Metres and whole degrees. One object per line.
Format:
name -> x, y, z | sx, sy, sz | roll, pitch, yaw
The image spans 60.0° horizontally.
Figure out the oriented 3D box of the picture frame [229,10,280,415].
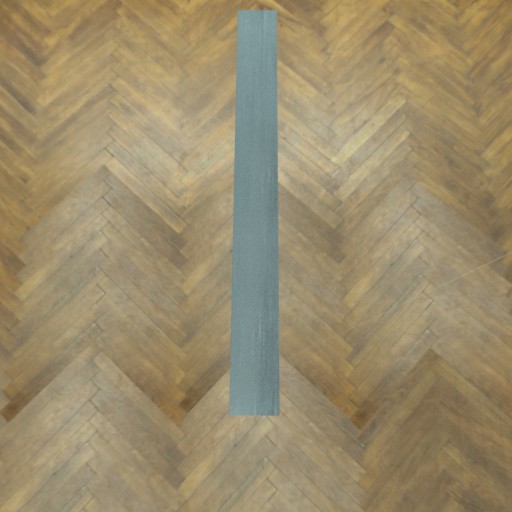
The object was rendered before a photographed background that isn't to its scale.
picture frame -> 0.000, 0.000, 0.730 | 0.046, 0.555, 0.449 | 0, 75, 0
